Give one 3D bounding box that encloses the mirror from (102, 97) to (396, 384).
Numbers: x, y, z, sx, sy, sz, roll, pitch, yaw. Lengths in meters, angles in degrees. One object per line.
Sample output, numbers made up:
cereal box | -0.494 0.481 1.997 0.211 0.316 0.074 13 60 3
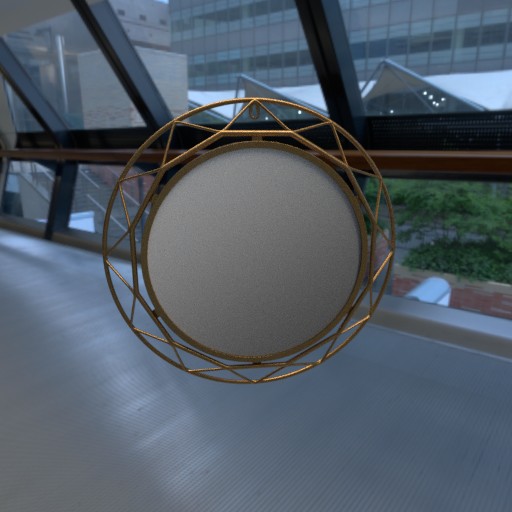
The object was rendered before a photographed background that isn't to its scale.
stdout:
mirror | 0.000 0.000 0.668 0.454 0.454 0.043 -2 15 -7
